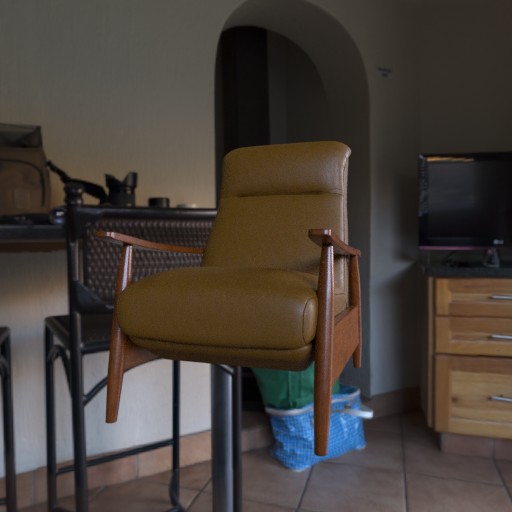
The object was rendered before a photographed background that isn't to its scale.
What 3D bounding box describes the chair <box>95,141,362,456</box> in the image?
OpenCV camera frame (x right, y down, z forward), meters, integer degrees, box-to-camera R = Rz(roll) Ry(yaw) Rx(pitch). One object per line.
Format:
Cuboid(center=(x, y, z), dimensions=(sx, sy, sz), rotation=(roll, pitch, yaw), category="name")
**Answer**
Cuboid(center=(0.000, 0.000, 1.782), dimensions=(0.762, 1.082, 1.014), rotation=(0, 1, 19), category="chair")
